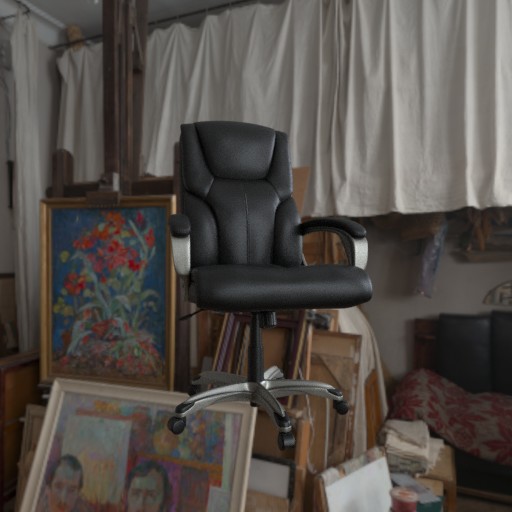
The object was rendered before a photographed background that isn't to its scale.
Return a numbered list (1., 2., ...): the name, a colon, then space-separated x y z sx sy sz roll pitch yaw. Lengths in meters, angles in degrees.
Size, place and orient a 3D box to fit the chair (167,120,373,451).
1. chair: 0.000 0.000 1.621 0.663 1.155 0.739 0 1 -17
